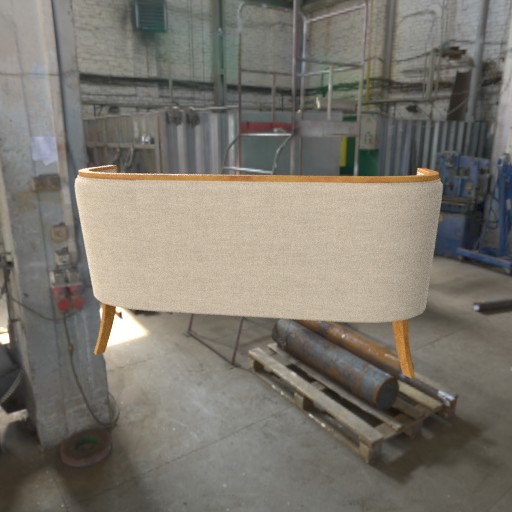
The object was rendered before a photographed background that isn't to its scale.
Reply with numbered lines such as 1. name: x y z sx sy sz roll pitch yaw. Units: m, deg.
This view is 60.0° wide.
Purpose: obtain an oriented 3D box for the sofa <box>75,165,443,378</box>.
1. sofa: 0.000 0.000 1.995 1.474 0.775 0.770 2 15 8
